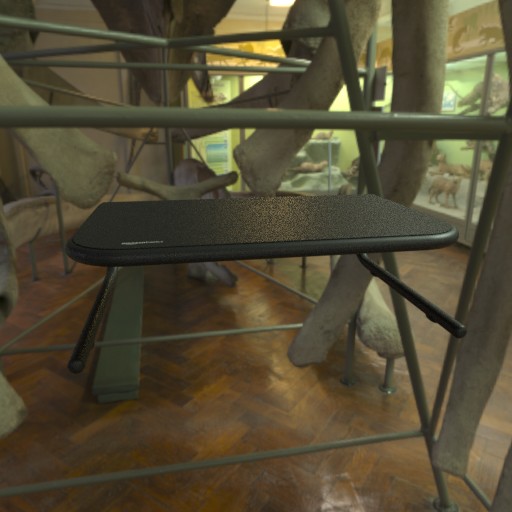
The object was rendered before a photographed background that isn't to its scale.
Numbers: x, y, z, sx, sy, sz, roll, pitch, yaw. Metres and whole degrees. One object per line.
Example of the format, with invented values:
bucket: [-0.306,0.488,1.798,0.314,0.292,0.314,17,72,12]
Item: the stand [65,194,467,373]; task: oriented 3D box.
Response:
stand: [0.000,0.000,0.516,0.370,0.108,0.280,-3,17,-10]
